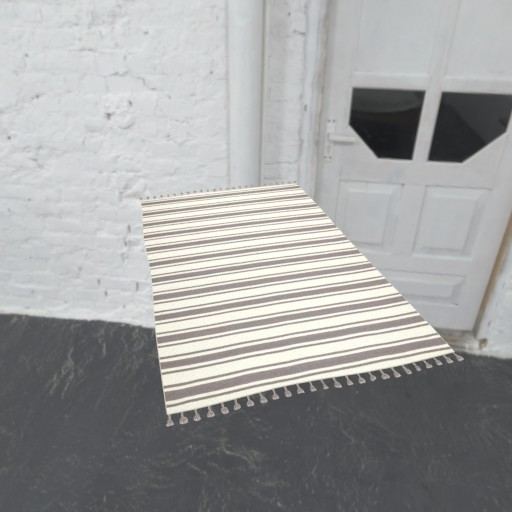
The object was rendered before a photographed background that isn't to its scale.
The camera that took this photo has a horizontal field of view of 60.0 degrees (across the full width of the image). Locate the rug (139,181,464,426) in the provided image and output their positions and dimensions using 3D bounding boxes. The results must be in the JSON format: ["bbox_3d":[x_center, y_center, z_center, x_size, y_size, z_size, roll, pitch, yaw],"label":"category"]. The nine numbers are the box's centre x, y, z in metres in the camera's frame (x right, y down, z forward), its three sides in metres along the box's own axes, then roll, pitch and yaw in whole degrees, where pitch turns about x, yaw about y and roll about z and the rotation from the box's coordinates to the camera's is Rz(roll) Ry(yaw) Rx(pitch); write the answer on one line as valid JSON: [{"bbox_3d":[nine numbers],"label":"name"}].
[{"bbox_3d":[0.000,0.000,2.560,1.229,0.011,2.096,-8,32,-13],"label":"rug"}]
